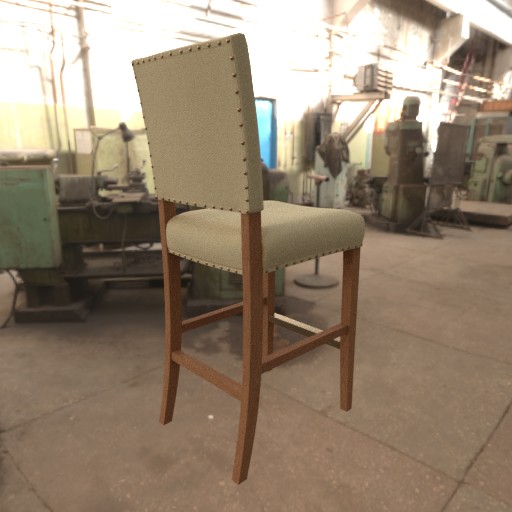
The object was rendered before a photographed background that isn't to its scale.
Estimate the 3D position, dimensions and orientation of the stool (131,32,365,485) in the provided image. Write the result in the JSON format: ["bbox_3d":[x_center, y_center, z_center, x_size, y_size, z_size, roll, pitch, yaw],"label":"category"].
[{"bbox_3d":[0.000,0.000,1.422,0.584,1.168,0.445,-14,20,-43],"label":"stool"}]
